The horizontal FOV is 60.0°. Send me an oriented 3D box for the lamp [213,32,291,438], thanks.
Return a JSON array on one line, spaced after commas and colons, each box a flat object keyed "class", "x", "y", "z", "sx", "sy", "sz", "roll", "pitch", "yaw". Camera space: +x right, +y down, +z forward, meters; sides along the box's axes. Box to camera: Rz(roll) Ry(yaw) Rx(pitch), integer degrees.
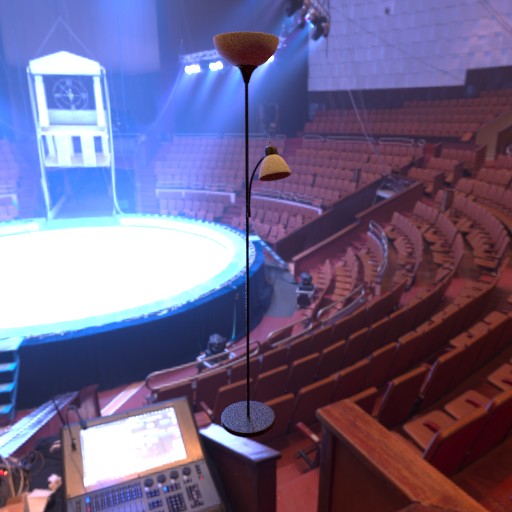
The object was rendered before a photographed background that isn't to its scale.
[{"class": "lamp", "x": 0.000, "y": 0.000, "z": 1.983, "sx": 0.279, "sy": 1.804, "sz": 0.442, "roll": -8, "pitch": 17, "yaw": -27}]
